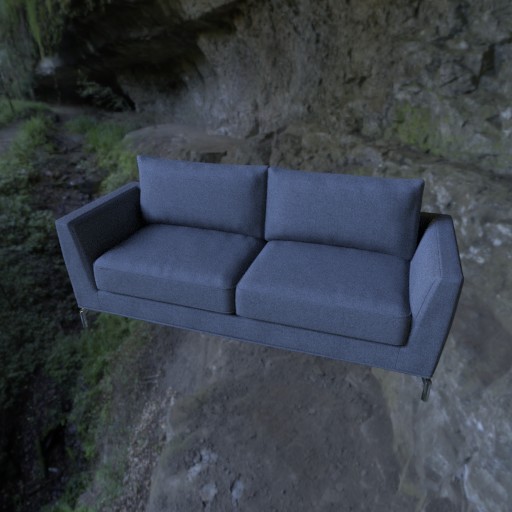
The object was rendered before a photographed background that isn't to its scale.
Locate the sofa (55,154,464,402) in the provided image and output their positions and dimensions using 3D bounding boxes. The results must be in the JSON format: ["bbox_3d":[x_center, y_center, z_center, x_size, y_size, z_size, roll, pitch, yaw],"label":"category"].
[{"bbox_3d":[0.000,0.000,2.717,2.212,1.002,0.869,8,28,16],"label":"sofa"}]
